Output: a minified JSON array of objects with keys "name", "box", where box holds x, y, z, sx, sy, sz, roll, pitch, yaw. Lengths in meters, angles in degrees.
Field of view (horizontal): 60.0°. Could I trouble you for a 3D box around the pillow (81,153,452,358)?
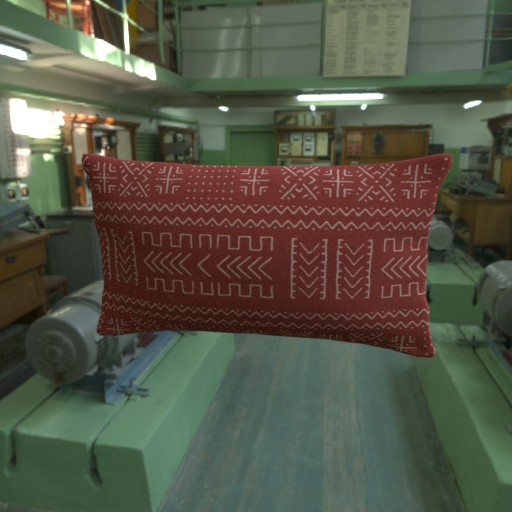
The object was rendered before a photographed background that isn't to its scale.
[{"name":"pillow","box":[0.000,0.000,0.782,0.640,0.352,0.130,2,14,8]}]
